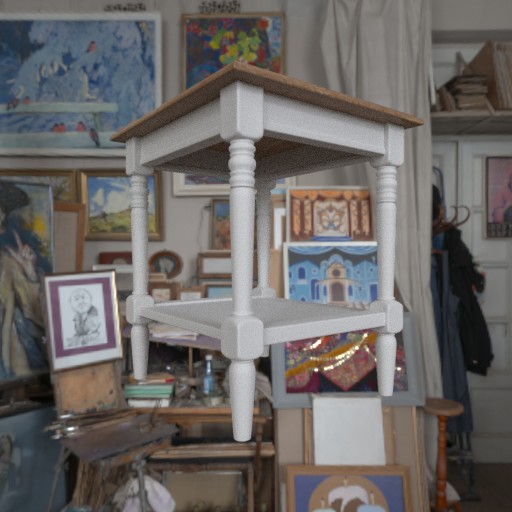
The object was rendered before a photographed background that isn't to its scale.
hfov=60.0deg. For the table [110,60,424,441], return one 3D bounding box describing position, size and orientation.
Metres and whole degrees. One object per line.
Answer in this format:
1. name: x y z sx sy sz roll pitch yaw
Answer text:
1. table: 0.000 0.000 0.953 0.457 0.561 0.508 -1 1 -37
